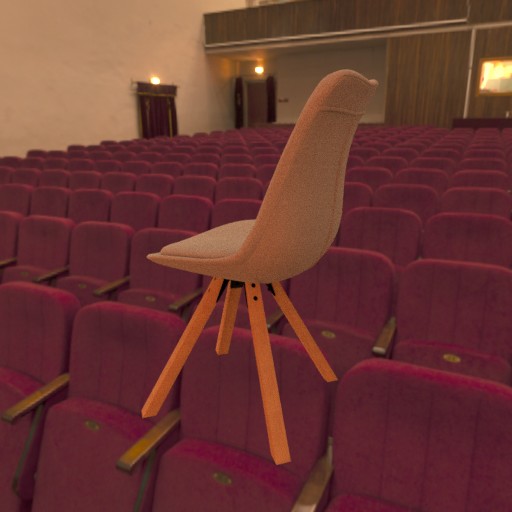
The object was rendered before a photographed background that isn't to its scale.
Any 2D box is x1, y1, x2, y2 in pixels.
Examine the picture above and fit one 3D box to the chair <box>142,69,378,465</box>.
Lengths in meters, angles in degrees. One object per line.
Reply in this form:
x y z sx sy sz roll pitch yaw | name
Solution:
0.000 0.000 1.170 0.549 0.863 0.474 8 18 26 | chair
